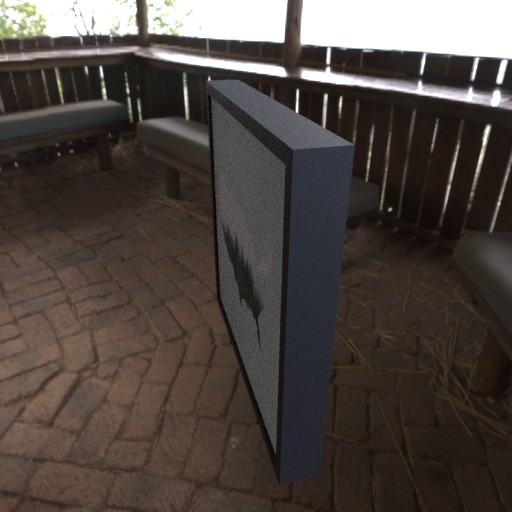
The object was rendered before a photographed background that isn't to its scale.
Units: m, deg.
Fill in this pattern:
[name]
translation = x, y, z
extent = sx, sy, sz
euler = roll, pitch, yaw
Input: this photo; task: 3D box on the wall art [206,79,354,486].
[wall art]
translation = 0.000, 0.000, 0.458
extent = 0.038, 0.304, 0.304
euler = -7, 30, -13
